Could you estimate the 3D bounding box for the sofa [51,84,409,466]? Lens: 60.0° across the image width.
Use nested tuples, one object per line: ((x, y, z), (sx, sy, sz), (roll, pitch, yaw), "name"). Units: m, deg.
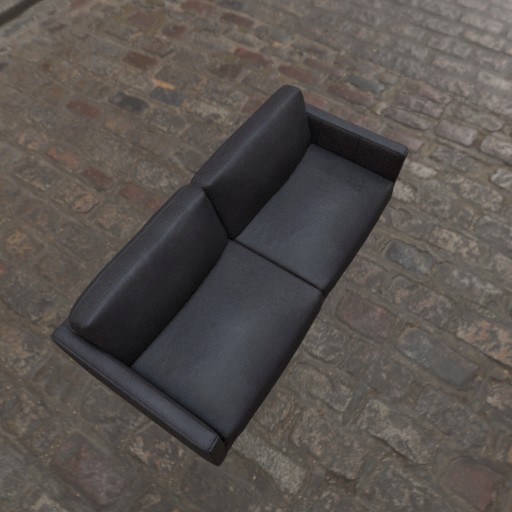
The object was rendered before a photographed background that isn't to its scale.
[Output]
((0.000, 0.000, 2.463), (0.933, 0.863, 1.971), (30, 64, 16), "sofa")
